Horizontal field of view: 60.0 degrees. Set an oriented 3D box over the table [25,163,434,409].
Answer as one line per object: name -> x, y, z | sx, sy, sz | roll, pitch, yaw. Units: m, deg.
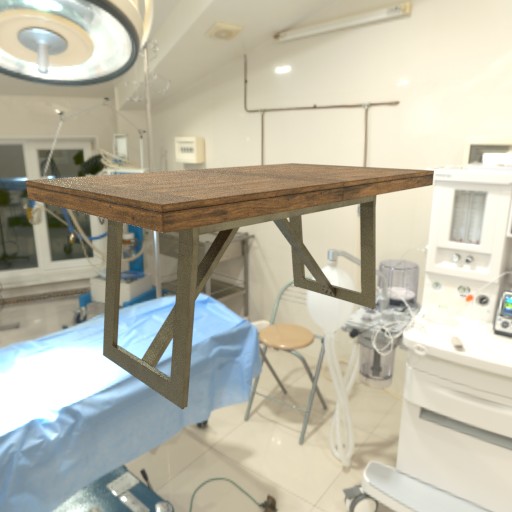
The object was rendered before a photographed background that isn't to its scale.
table -> 0.000, 0.000, 2.094 | 0.931, 0.757, 1.641 | 14, 20, 42
